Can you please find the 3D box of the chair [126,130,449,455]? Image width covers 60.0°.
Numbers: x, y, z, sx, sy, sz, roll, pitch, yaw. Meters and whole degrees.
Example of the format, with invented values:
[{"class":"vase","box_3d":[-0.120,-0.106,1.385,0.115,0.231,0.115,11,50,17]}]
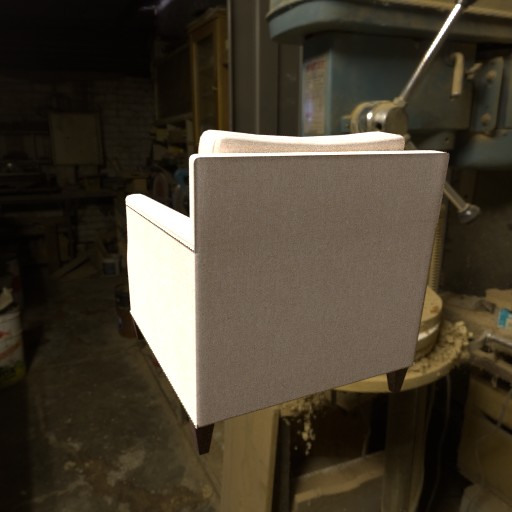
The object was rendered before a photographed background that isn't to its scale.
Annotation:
[{"class":"chair","box_3d":[0.000,0.000,1.749,0.838,0.940,1.041,-7,16,-25]}]
